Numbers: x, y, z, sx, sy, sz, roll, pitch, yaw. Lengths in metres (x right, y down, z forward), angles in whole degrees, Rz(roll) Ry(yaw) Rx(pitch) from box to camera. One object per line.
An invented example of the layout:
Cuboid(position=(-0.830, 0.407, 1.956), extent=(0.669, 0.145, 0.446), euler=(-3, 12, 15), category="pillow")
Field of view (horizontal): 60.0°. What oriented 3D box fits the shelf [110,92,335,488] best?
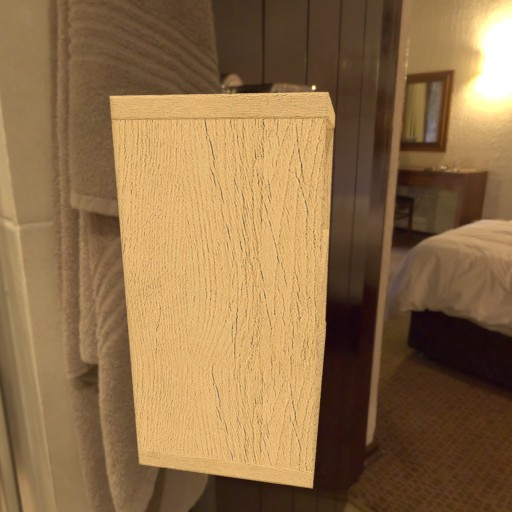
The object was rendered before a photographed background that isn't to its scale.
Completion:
Cuboid(position=(0.000, 0.000, 1.241), extent=(0.390, 0.786, 0.790), euler=(3, 15, 10), category="shelf")
